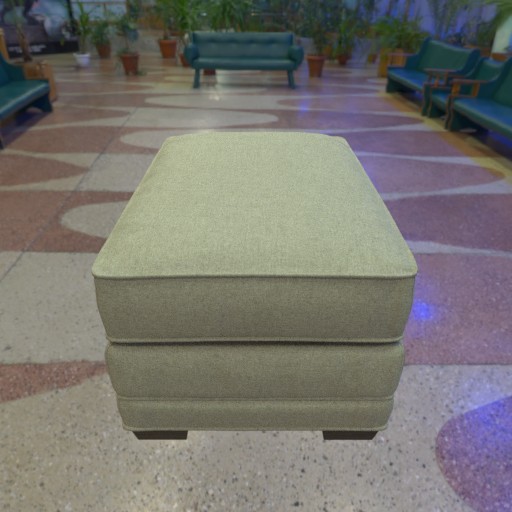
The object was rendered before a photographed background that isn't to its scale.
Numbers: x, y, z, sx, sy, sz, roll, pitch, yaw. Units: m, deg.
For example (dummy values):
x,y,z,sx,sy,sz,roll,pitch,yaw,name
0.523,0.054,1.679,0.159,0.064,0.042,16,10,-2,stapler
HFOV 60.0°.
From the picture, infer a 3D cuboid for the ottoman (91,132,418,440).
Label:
x,y,z,sx,sy,sz,roll,pitch,yaw,name
0.000,0.000,1.215,0.611,0.508,0.848,0,32,0,ottoman
